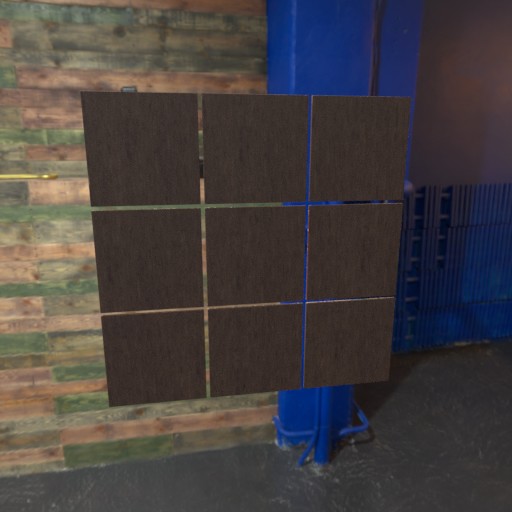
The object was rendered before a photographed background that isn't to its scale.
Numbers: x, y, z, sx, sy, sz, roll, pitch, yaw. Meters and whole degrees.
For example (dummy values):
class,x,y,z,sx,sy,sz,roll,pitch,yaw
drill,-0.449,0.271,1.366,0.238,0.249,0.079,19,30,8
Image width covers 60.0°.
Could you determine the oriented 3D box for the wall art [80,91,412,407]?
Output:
class,x,y,z,sx,sy,sz,roll,pitch,yaw
wall art,0.000,0.000,1.761,1.215,1.213,0.013,-2,14,-10
